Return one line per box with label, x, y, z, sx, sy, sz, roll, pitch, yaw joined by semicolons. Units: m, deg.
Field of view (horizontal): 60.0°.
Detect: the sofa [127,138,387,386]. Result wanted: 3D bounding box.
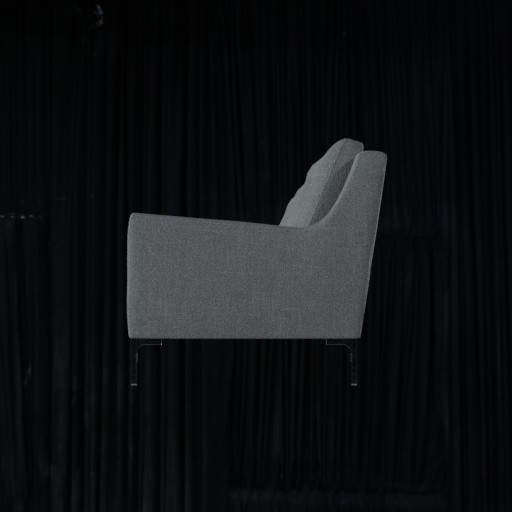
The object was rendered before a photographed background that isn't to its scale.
sofa;0.000;0.000;2.442;0.849;0.837;2.060;0;0;0
